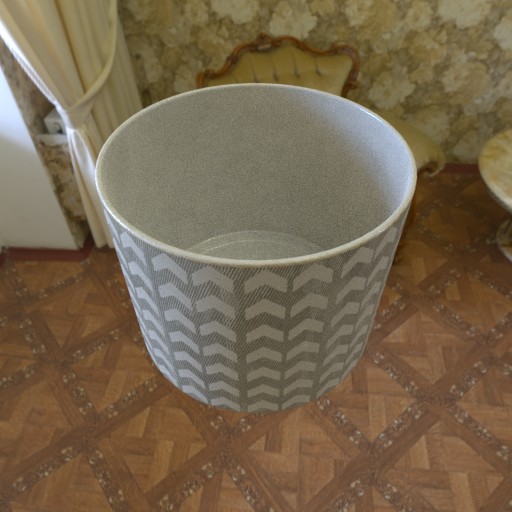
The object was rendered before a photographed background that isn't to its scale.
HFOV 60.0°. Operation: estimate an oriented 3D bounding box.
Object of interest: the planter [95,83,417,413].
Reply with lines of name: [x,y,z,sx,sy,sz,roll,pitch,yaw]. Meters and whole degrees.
planter: [0.000,0.000,0.439,0.250,0.239,0.250,0,45,0]
